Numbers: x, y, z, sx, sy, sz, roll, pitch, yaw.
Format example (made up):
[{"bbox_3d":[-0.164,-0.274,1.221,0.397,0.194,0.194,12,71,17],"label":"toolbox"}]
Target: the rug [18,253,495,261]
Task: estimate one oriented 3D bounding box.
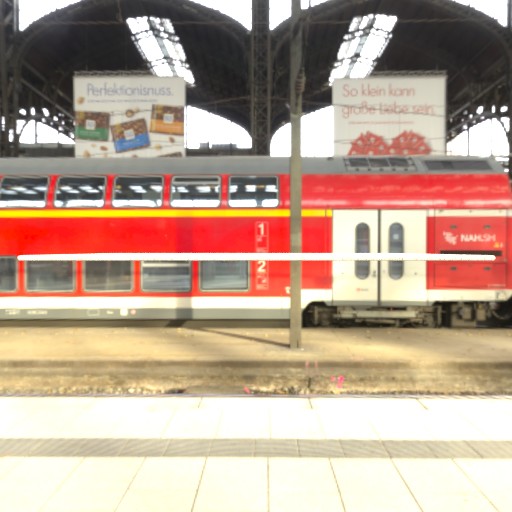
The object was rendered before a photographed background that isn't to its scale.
[{"bbox_3d":[0.000,0.000,3.414,2.743,0.030,1.778,0,1,-1],"label":"rug"}]
